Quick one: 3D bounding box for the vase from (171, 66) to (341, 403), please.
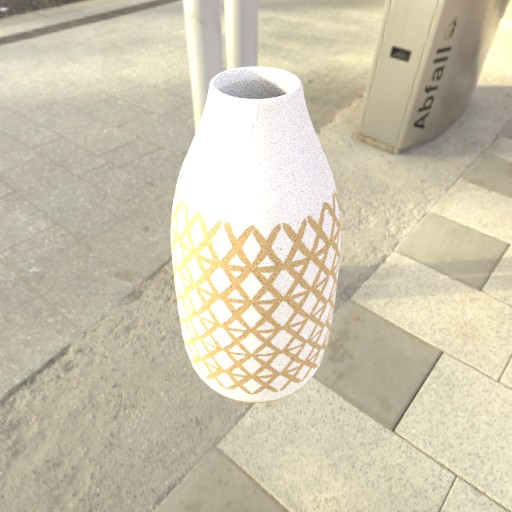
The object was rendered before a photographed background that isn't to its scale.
[{"bbox_3d":[0.000,0.000,0.487,0.186,0.380,0.186,0,42,0],"label":"vase"}]
